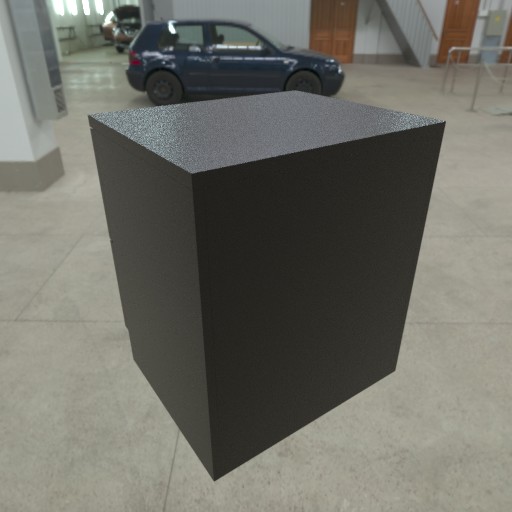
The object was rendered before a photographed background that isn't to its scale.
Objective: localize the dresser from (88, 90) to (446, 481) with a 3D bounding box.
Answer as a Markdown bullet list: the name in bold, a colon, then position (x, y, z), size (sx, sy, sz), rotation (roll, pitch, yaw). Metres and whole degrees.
- **dresser**: position (0.000, 0.000, 0.765), size (0.400, 0.470, 0.360), rotation (-19, 34, -30)
